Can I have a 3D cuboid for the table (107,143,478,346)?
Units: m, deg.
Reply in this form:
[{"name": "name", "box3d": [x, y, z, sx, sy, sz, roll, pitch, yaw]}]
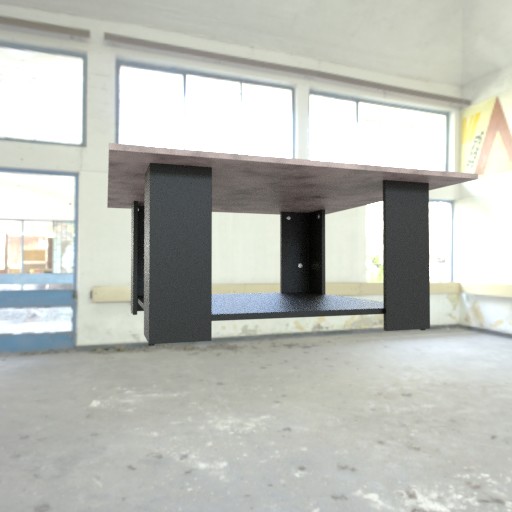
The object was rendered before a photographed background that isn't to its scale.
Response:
[{"name": "table", "box3d": [0.000, 0.000, 1.053, 0.670, 0.305, 0.670, 0, -1, -19]}]
